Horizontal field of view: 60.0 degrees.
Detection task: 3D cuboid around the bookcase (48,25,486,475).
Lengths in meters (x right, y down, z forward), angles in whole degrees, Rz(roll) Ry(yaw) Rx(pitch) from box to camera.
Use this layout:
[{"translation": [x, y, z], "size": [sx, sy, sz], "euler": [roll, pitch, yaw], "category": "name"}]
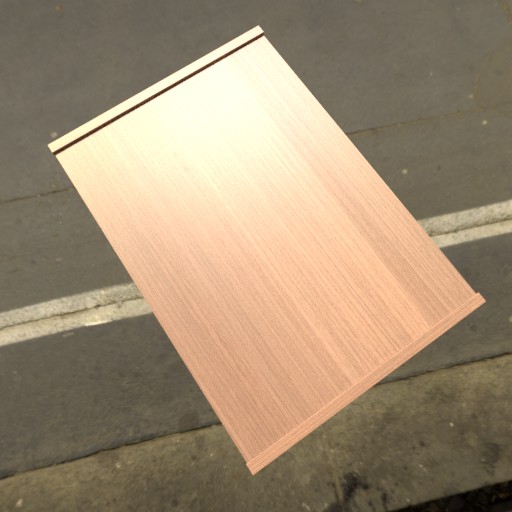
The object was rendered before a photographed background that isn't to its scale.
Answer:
[{"translation": [0.000, 0.000, 0.626], "size": [0.290, 0.305, 0.415], "euler": [-33, 77, -8], "category": "bookcase"}]
